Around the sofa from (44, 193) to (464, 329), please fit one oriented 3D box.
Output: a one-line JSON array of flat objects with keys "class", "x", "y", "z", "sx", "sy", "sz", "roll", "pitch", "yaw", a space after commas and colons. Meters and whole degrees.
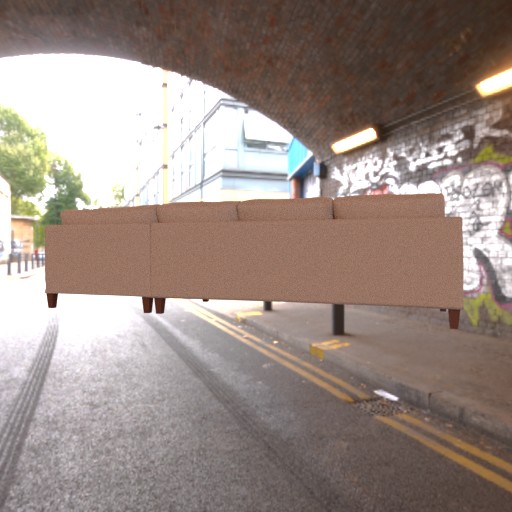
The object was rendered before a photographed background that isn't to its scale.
[{"class": "sofa", "x": 0.000, "y": 0.000, "z": 3.928, "sx": 3.186, "sy": 0.861, "sz": 1.625, "roll": 0, "pitch": 1, "yaw": 18}]
